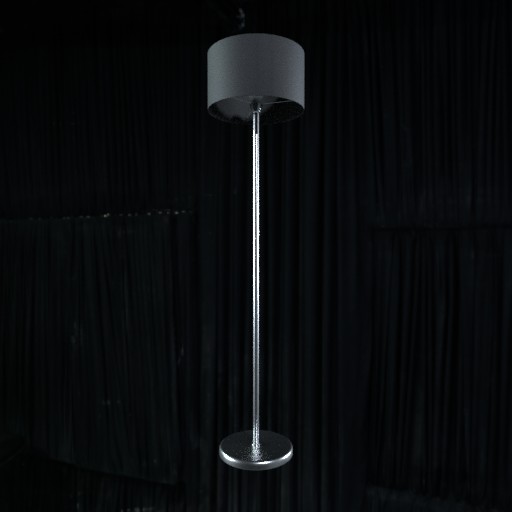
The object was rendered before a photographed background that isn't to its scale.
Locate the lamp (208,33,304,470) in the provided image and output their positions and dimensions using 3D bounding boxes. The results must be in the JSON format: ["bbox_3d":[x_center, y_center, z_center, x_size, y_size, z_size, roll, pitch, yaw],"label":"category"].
[{"bbox_3d":[0.000,0.000,1.618,0.348,1.443,0.348,0,1,18],"label":"lamp"}]
